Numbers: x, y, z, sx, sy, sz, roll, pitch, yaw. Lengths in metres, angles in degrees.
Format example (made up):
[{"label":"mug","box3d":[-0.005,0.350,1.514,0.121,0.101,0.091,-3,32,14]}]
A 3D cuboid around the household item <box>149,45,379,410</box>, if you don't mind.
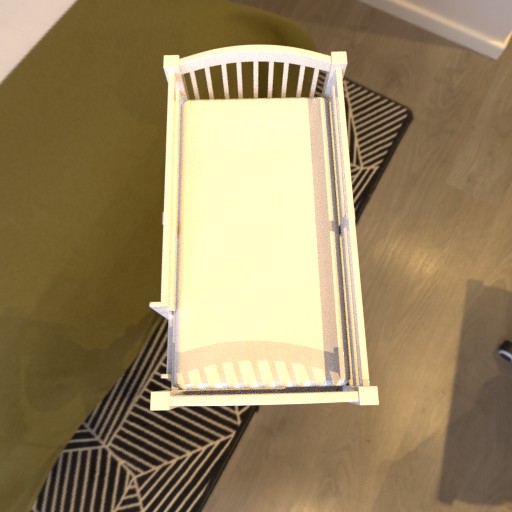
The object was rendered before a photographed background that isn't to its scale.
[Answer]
[{"label":"household item","box3d":[0.000,0.000,3.293,1.143,2.032,2.032,-1,74,0]}]
